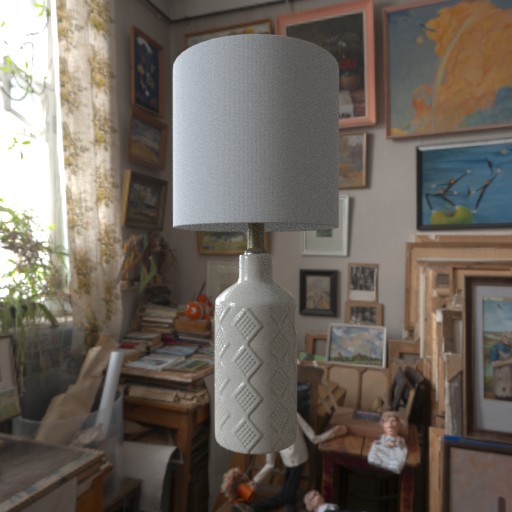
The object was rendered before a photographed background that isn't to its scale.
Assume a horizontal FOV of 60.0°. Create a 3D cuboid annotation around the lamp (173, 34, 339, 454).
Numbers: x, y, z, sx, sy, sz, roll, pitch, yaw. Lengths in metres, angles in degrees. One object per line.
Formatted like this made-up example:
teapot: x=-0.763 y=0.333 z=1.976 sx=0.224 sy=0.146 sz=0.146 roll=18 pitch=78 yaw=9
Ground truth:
lamp: x=0.000 y=0.000 z=0.563 sx=0.207 sy=0.461 sz=0.207 roll=0 pitch=1 yaw=-18
